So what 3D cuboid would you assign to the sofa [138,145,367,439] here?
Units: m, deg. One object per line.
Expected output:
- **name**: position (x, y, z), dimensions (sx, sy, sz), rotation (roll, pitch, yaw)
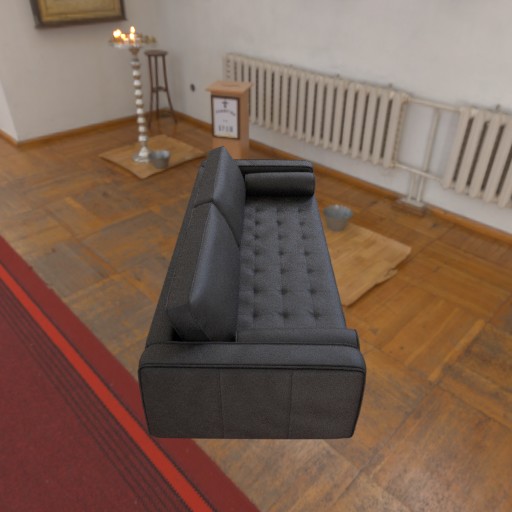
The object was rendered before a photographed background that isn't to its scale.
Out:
- **sofa**: position (0.000, 0.000, 2.691), dimensions (0.914, 0.762, 2.210), rotation (0, 33, 0)
